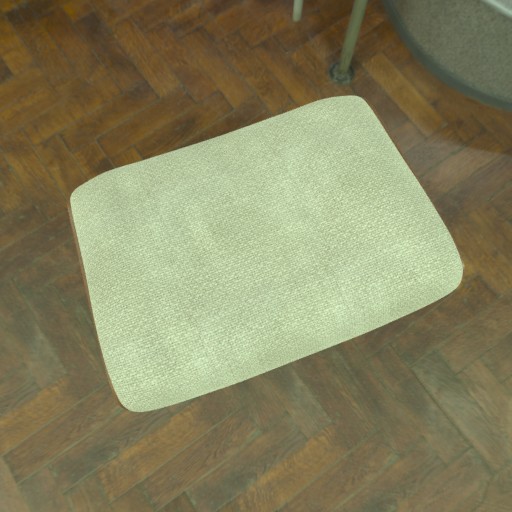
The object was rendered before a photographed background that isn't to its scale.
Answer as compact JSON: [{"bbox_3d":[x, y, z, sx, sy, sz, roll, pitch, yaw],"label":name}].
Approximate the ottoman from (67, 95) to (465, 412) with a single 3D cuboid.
[{"bbox_3d":[0.000,0.000,0.805,0.520,0.391,0.394,-20,76,-5],"label":"ottoman"}]
